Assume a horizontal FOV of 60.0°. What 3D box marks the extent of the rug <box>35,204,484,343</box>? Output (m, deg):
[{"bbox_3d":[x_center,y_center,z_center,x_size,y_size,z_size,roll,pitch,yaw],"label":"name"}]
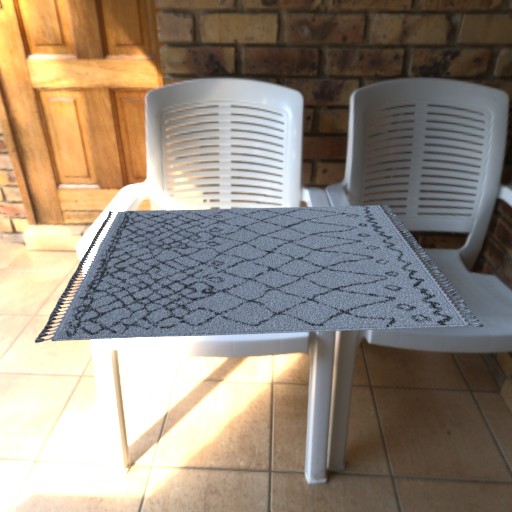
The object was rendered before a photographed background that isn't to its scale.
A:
[{"bbox_3d":[0.000,0.000,2.977,2.312,0.017,1.613,-2,30,-3],"label":"rug"}]
